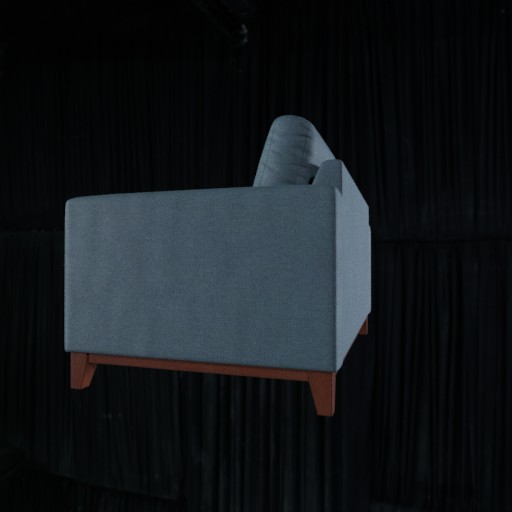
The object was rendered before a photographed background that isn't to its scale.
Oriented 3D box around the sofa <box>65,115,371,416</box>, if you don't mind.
[{"bbox_3d":[0.000,0.000,2.060,0.955,0.903,1.489,0,0,18],"label":"sofa"}]
